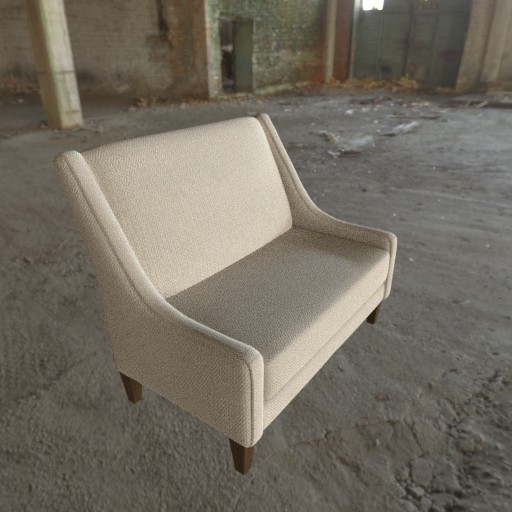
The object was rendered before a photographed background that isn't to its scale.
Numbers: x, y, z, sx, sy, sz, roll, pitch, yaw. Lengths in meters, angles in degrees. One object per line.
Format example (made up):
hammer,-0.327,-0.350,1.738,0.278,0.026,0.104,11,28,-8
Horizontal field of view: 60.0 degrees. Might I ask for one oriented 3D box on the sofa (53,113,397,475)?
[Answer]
sofa,0.000,0.000,1.938,0.870,1.022,1.242,17,31,32
